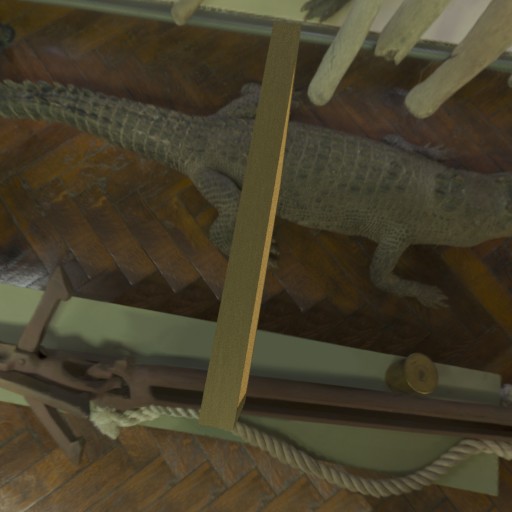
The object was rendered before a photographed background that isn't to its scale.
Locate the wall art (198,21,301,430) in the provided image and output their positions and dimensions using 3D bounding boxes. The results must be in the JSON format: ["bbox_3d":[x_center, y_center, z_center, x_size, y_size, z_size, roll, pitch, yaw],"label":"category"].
[{"bbox_3d":[0.000,0.000,0.768,0.037,0.509,0.510,9,75,2],"label":"wall art"}]
